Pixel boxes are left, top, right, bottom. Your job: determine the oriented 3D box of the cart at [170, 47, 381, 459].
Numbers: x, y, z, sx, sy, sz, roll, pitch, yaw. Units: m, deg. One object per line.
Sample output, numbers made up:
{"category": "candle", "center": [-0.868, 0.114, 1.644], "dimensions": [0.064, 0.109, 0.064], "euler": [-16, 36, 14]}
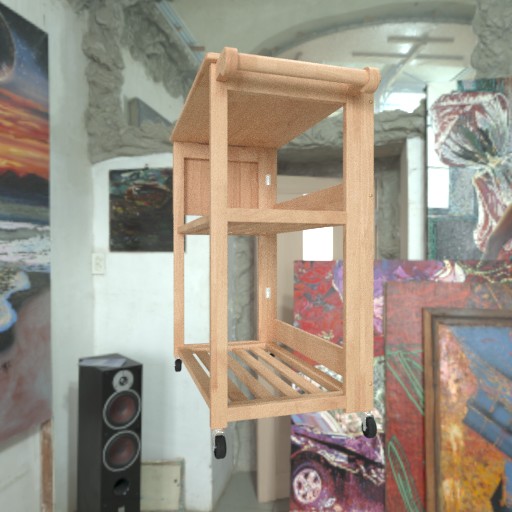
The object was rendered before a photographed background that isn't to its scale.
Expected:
{"category": "cart", "center": [0.000, 0.000, 1.339], "dimensions": [0.432, 0.879, 0.853], "euler": [0, 0, -17]}
